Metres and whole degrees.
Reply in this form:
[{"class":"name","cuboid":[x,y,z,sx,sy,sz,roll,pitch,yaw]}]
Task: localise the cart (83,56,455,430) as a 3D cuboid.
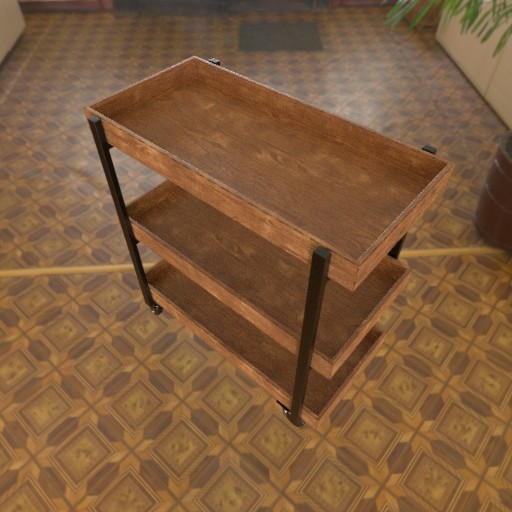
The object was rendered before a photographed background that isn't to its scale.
[{"class":"cart","cuboid":[0.000,0.000,1.258,0.750,0.800,0.411,33,56,26]}]
